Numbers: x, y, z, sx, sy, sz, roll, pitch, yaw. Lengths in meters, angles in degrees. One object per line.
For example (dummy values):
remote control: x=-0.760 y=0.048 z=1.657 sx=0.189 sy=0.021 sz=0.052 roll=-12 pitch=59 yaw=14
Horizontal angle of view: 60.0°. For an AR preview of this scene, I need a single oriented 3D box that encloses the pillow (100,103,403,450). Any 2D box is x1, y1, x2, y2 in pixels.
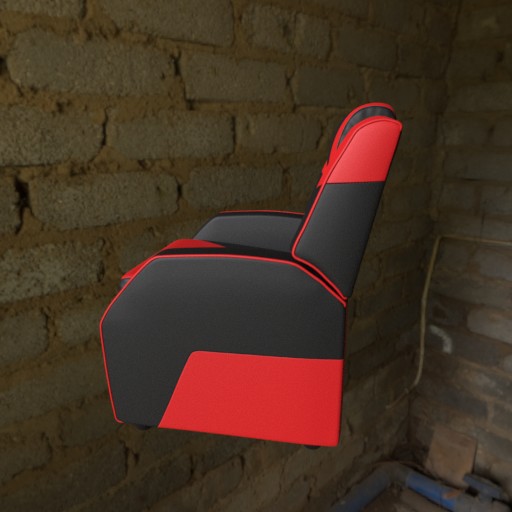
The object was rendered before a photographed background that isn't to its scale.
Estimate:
pillow: x=0.000 y=0.000 z=1.266 sx=0.672 sy=0.805 sz=0.620 roll=3 pitch=15 yaw=9
